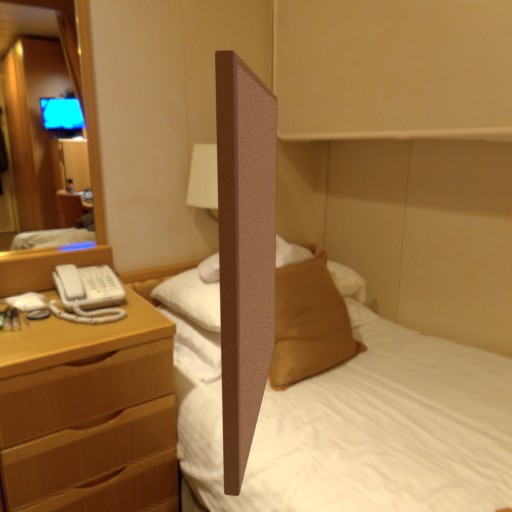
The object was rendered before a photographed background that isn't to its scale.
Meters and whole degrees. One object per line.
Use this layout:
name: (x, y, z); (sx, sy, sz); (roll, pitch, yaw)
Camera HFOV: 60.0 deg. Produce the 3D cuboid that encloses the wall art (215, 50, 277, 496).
wall art: (0.000, 0.000, 0.511); (0.015, 0.379, 0.310); (2, 14, 8)
